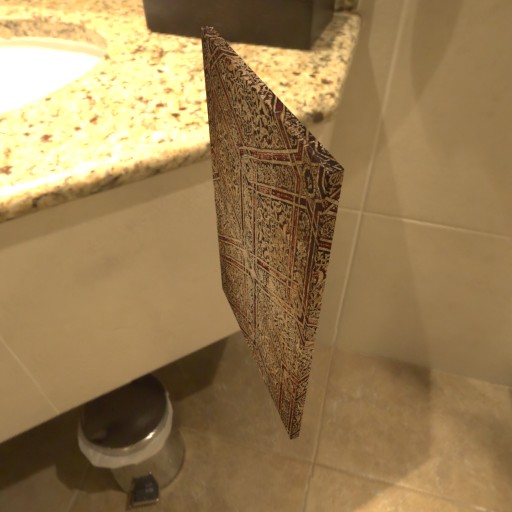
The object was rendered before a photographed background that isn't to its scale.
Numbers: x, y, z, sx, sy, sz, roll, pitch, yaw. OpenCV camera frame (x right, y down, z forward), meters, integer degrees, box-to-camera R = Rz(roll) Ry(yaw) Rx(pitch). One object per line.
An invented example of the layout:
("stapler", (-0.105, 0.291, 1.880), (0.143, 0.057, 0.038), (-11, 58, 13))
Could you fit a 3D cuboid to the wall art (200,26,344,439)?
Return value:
("wall art", (0.000, 0.000, 0.744), (0.020, 0.599, 0.397), (-16, 48, -15))
